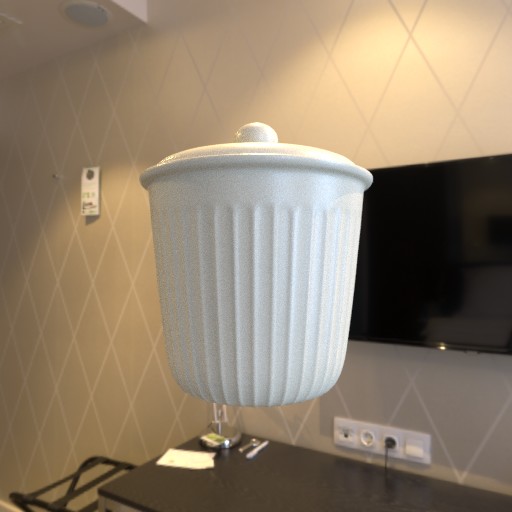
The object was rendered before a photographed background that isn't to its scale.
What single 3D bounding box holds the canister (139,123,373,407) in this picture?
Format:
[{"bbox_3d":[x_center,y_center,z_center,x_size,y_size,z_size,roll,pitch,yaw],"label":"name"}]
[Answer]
[{"bbox_3d":[0.000,0.000,0.353,0.181,0.211,0.181,0,-2,0],"label":"canister"}]
